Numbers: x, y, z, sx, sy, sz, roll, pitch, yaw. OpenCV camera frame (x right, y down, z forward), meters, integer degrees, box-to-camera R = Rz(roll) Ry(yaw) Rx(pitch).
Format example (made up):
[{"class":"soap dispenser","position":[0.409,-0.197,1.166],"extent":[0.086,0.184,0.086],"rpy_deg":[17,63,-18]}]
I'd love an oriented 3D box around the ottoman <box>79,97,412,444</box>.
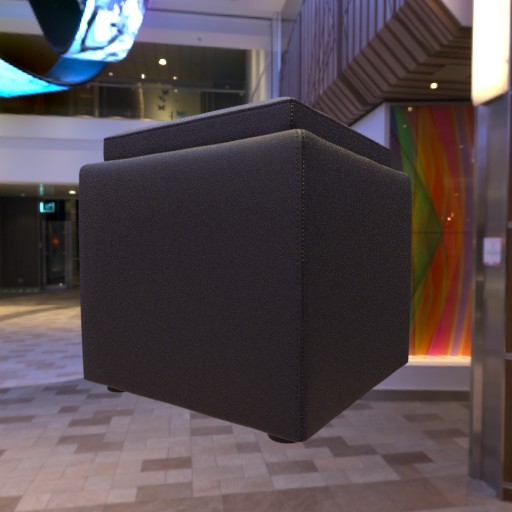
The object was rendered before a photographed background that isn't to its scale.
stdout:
[{"class":"ottoman","position":[0.000,0.000,0.813],"extent":[0.450,0.460,0.451],"rpy_deg":[1,2,35]}]
